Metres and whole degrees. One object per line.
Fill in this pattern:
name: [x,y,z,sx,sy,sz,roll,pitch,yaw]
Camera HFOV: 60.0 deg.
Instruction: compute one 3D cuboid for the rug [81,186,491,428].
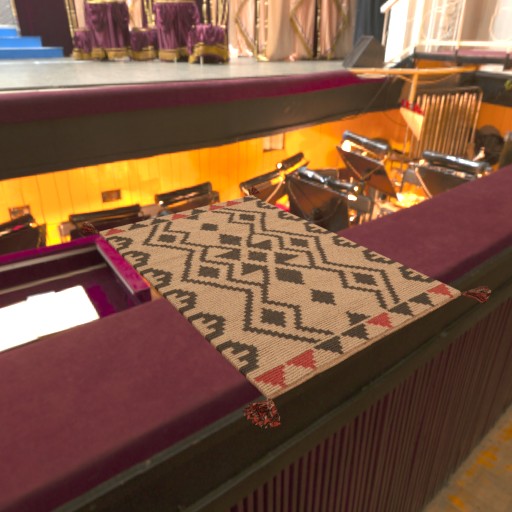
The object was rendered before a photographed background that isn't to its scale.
rug: [0.000,0.000,2.551,1.444,0.067,2.069,-18,32,-32]
